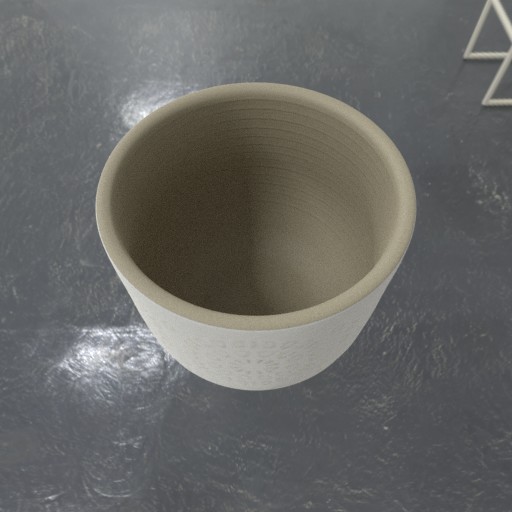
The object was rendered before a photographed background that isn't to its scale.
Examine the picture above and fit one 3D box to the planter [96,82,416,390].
[{"bbox_3d":[0.000,0.000,0.220,0.124,0.109,0.124,0,58,0],"label":"planter"}]
